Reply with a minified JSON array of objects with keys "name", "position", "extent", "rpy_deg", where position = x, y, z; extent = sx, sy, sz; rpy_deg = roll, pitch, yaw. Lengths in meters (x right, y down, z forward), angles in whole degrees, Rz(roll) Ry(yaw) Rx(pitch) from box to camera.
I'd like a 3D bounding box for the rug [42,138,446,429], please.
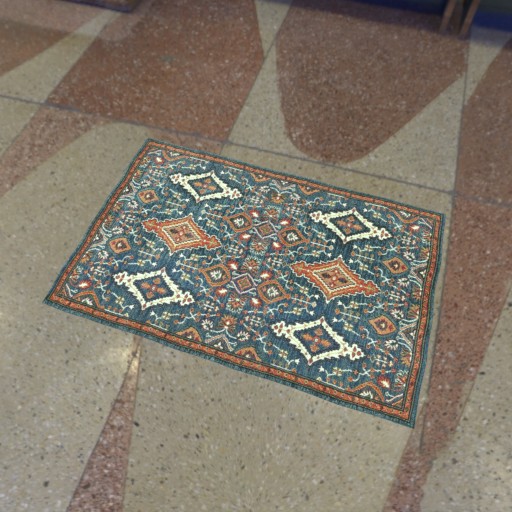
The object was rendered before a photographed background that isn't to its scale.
[{"name":"rug","position":[0.000,0.000,4.238],"extent":[3.371,0.008,2.190],"rpy_deg":[16,61,9]}]
